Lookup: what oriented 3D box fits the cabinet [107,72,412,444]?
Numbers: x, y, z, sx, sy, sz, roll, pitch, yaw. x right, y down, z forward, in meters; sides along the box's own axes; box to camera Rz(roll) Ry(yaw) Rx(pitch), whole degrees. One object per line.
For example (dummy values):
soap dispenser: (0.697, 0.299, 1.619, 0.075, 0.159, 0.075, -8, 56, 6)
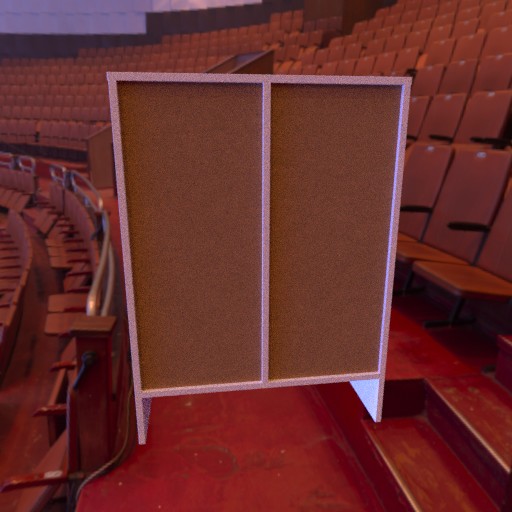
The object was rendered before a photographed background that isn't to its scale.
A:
cabinet: (0.000, 0.000, 1.113, 0.600, 0.815, 0.296, -2, 16, -8)
